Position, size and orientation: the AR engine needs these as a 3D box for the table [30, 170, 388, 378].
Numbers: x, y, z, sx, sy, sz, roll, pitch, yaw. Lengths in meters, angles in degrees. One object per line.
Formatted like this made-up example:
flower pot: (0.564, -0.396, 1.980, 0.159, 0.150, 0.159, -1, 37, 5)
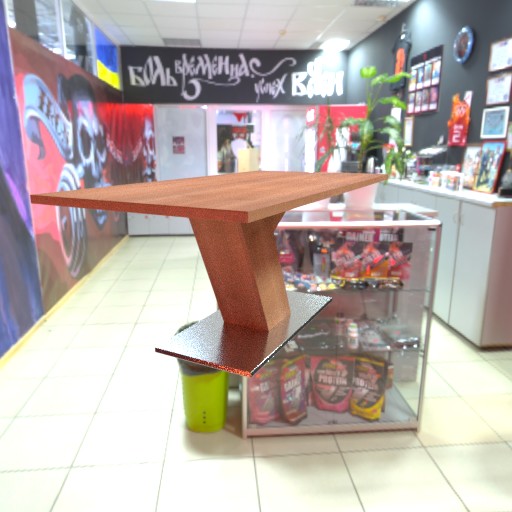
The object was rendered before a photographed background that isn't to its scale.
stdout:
table: (0.000, 0.000, 2.262, 0.900, 0.750, 1.800, 7, 16, 27)
